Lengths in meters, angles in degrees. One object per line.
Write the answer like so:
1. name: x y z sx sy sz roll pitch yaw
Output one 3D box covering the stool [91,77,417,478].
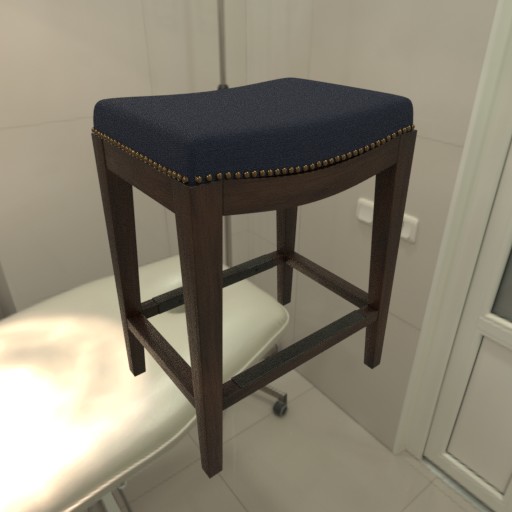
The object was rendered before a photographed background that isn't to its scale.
1. stool: 0.000 0.000 0.934 0.500 0.642 0.361 -21 36 -32
